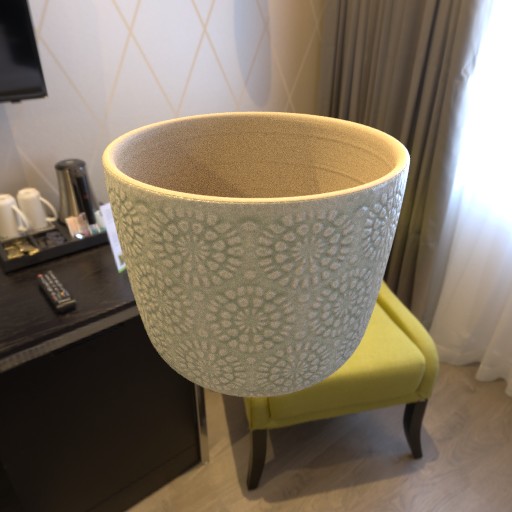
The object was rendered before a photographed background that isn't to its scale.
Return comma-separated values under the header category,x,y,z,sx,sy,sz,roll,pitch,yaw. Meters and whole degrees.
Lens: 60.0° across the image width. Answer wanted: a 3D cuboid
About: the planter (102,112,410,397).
category,x,y,z,sx,sy,sz,roll,pitch,yaw
planter,0.000,0.000,0.213,0.124,0.109,0.124,0,30,0
